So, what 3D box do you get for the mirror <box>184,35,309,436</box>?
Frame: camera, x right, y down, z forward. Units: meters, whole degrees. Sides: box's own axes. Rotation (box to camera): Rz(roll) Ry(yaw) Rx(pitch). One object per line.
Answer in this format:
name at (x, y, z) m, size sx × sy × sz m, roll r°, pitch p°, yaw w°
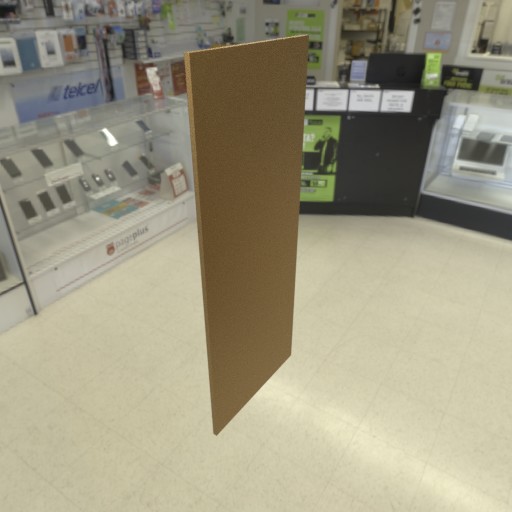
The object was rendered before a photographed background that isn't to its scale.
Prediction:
mirror at (0.000, 0.000, 2.329) m, size 0.025 × 2.031 × 0.812 m, roll 21°, pitch 37°, yaw 30°
